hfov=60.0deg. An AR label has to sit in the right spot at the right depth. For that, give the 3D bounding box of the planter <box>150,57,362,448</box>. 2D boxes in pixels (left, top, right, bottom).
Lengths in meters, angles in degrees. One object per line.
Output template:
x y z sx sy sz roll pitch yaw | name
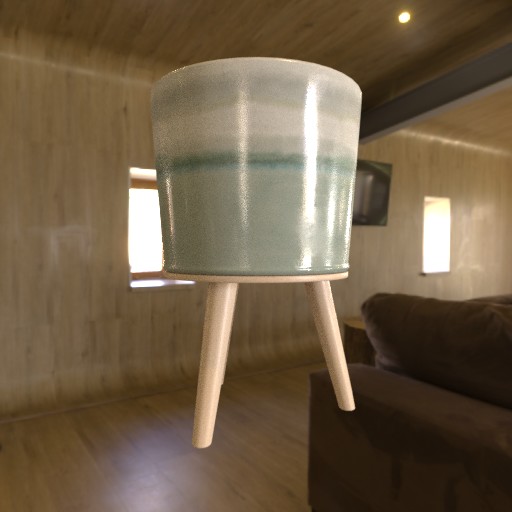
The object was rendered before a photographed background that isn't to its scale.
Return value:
0.000 0.000 0.575 0.265 0.404 0.265 0 1 -18 | planter
